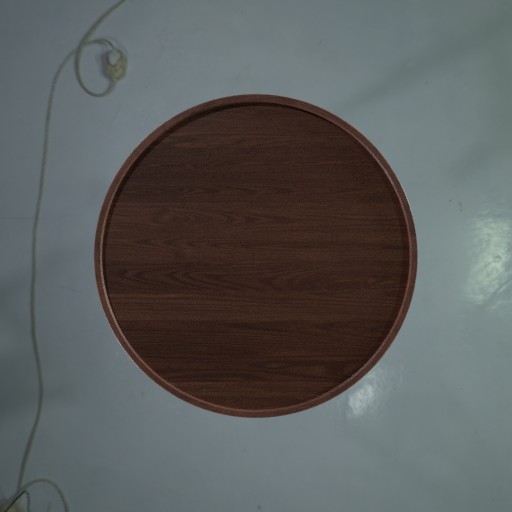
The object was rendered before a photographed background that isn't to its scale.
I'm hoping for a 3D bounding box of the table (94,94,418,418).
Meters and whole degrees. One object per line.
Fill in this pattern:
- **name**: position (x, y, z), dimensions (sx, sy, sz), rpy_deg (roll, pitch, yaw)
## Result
- **table**: position (0.000, 0.000, 1.274), dimensions (0.800, 0.360, 0.800), rpy_deg (0, 90, 0)
